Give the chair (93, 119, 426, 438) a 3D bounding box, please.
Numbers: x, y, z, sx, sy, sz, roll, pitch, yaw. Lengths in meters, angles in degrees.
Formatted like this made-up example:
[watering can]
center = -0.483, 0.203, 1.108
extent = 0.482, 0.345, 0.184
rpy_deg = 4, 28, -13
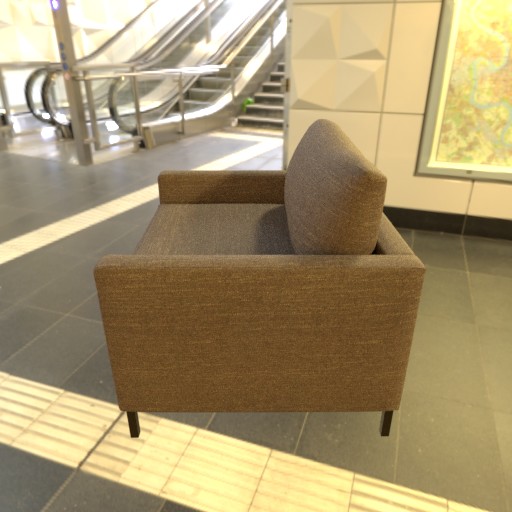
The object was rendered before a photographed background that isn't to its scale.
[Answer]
[chair]
center = 0.000, 0.000, 1.572
extent = 0.845, 0.841, 0.940
rpy_deg = 0, 26, 0
